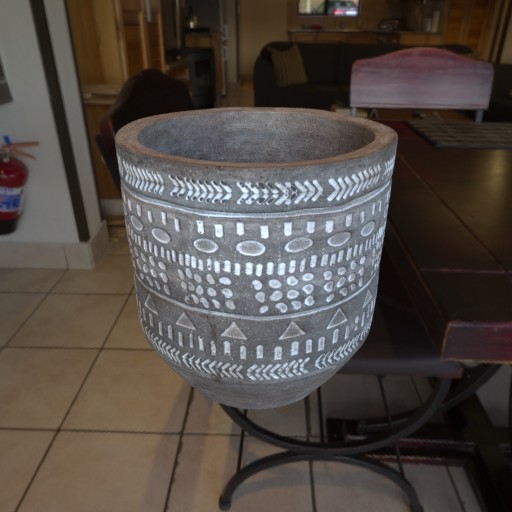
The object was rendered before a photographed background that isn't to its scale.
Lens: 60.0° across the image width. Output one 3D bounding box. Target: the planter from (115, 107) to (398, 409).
[{"bbox_3d":[0.000,0.000,0.263,0.142,0.149,0.142,0,27,0],"label":"planter"}]
